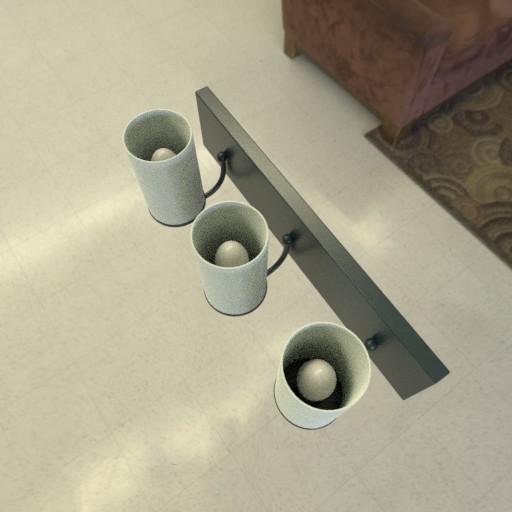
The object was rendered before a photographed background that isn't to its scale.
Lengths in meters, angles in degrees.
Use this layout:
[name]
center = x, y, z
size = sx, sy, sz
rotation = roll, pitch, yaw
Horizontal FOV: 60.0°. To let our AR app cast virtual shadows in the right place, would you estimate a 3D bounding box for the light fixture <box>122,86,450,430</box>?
[light fixture]
center = 0.000, 0.000, 0.531
size = 0.145, 0.172, 0.451
rotation = -31, 67, -14
